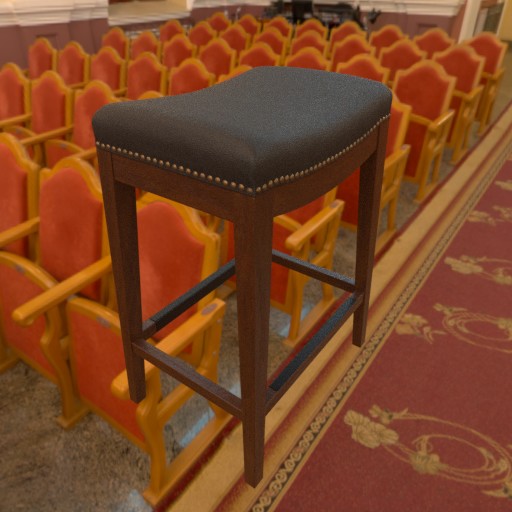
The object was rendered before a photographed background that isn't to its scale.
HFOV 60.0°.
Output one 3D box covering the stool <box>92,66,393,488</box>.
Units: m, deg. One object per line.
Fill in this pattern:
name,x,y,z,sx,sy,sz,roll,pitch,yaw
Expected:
stool,0.000,0.000,0.913,0.353,0.664,0.490,22,38,30
